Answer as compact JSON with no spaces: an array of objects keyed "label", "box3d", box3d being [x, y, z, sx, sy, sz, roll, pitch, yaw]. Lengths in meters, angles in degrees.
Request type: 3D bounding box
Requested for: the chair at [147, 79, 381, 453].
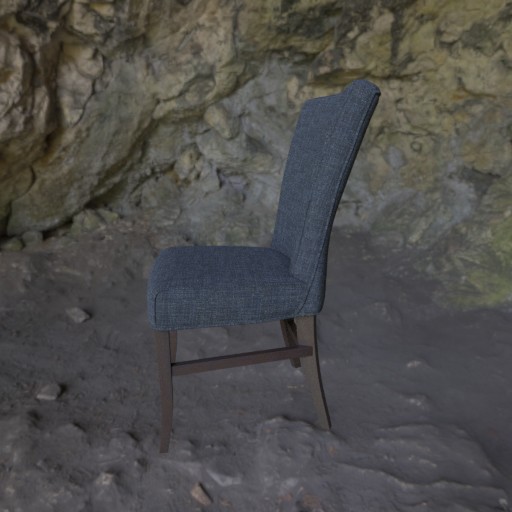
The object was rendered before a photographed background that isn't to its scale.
[{"label":"chair","box3d":[0.000,0.000,1.394,0.660,0.991,0.520,-2,14,-8]}]
